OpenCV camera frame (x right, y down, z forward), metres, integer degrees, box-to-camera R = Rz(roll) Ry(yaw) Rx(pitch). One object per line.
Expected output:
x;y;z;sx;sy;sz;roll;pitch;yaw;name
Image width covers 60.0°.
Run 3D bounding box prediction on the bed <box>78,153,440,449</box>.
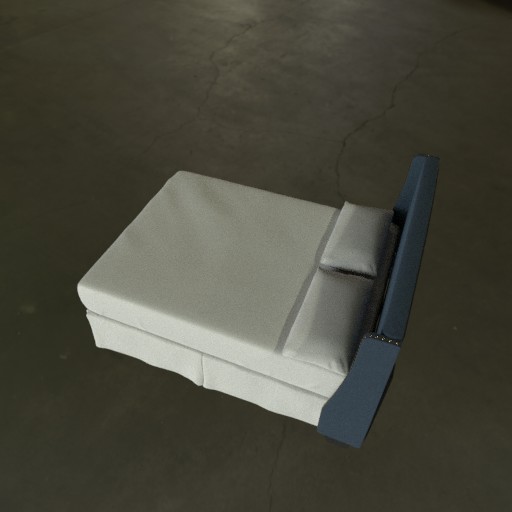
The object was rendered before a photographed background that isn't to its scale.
0.000;0.000;3.357;2.237;1.407;1.710;16;48;15;bed
